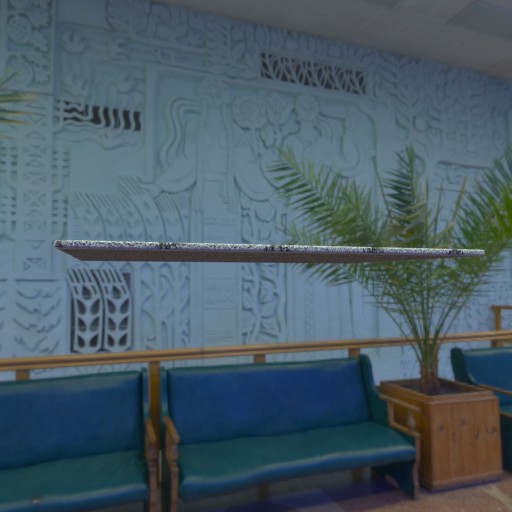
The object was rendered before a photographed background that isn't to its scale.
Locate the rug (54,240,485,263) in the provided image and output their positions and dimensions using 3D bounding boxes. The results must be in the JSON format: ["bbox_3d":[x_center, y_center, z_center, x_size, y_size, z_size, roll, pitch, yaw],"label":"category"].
[{"bbox_3d":[0.000,0.000,2.293,1.778,0.030,1.219,1,-3,-18],"label":"rug"}]
